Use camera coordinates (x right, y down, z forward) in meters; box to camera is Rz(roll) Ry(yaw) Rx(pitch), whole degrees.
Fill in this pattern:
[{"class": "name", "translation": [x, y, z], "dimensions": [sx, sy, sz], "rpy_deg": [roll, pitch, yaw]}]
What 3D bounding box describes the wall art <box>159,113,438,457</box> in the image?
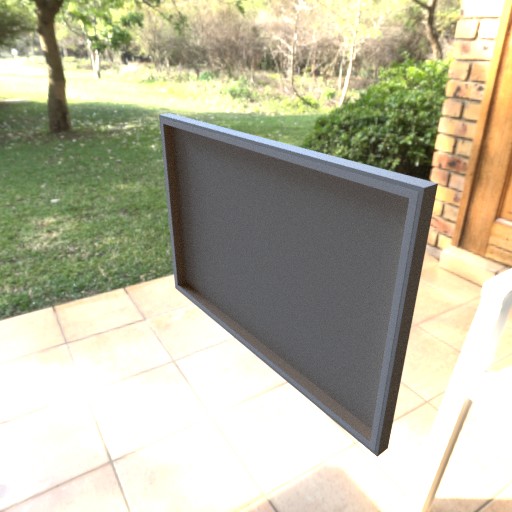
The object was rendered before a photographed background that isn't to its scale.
[{"class": "wall art", "translation": [0.000, 0.000, 1.167], "dimensions": [0.038, 0.610, 0.915], "rpy_deg": [-19, 32, -33]}]
